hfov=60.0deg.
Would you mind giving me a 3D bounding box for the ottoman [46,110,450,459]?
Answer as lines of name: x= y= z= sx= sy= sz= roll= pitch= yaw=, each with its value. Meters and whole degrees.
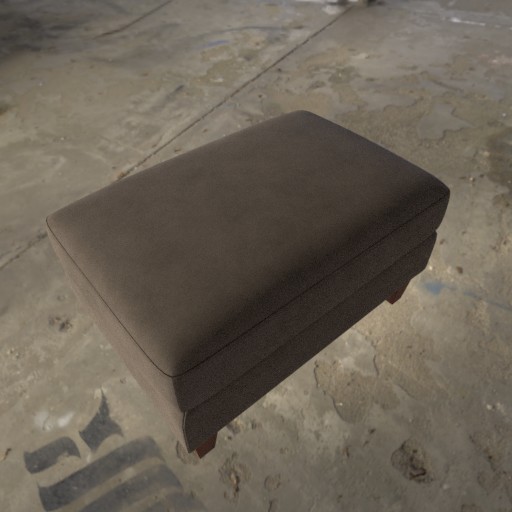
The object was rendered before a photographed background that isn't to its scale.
ottoman: x=0.000 y=0.000 z=1.196 sx=0.864 sy=0.483 sz=0.584 roll=-31 pitch=52 yaw=-27
